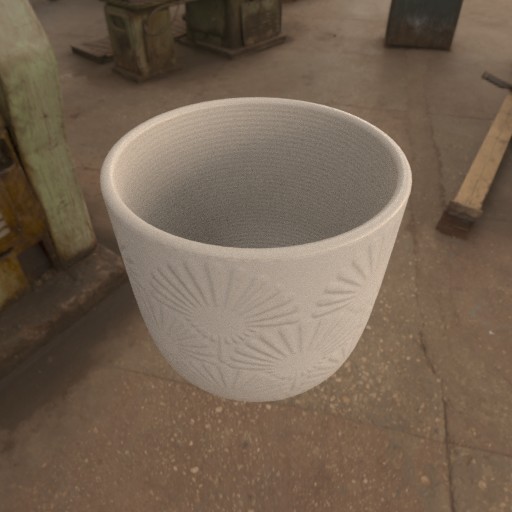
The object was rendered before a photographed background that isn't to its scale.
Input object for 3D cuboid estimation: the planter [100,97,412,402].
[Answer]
[{"bbox_3d":[0.000,0.000,0.217,0.124,0.109,0.124,0,42,0],"label":"planter"}]
